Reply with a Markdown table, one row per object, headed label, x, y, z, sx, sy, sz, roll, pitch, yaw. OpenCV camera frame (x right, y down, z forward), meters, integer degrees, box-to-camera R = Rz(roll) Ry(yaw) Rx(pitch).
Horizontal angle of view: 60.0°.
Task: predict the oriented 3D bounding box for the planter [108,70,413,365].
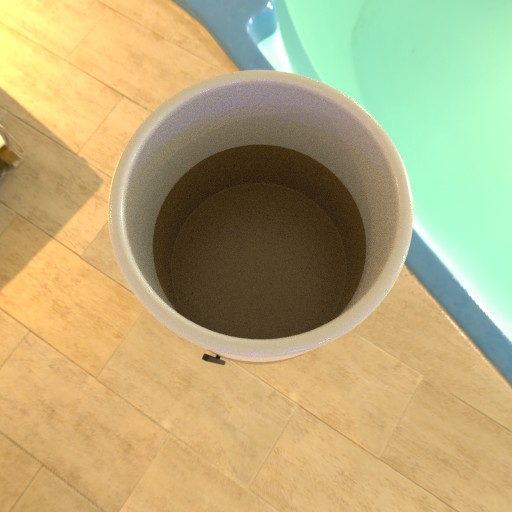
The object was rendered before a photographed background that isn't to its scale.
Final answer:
| label | x | y | z | sx | sy | sz | roll | pitch | yaw |
| --- | --- | --- | --- | --- | --- | --- | --- | --- | --- |
| planter | 0.000 | 0.000 | 0.640 | 0.310 | 0.432 | 0.310 | 38 | 78 | 9 |
